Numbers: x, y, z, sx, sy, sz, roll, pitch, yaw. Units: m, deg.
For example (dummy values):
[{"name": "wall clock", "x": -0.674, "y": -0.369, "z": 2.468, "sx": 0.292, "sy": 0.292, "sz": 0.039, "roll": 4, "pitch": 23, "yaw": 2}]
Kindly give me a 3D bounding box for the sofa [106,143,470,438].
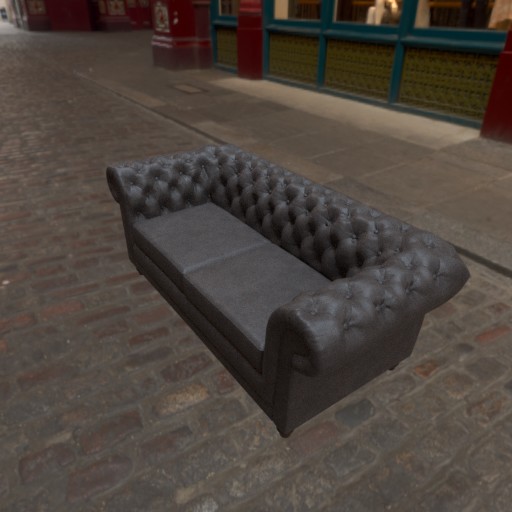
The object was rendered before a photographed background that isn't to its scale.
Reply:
[{"name": "sofa", "x": 0.000, "y": 0.000, "z": 2.496, "sx": 0.944, "sy": 0.779, "sz": 2.048, "roll": -20, "pitch": 36, "yaw": -30}]
